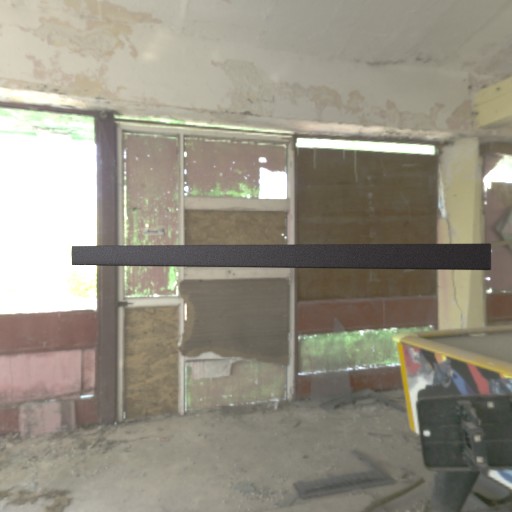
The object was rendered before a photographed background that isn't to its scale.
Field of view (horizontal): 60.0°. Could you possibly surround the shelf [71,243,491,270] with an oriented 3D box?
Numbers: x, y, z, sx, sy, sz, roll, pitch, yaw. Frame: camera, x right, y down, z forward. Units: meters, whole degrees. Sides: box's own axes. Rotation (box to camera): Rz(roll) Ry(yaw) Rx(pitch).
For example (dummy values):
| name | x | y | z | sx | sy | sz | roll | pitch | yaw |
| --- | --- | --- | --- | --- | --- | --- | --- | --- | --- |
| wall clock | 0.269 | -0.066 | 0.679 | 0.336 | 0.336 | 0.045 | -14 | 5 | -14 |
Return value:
| name | x | y | z | sx | sy | sz | roll | pitch | yaw |
| --- | --- | --- | --- | --- | --- | --- | --- | --- | --- |
| shelf | 0.000 | 0.000 | 0.988 | 0.924 | 0.049 | 0.092 | 0 | 1 | 18 |
